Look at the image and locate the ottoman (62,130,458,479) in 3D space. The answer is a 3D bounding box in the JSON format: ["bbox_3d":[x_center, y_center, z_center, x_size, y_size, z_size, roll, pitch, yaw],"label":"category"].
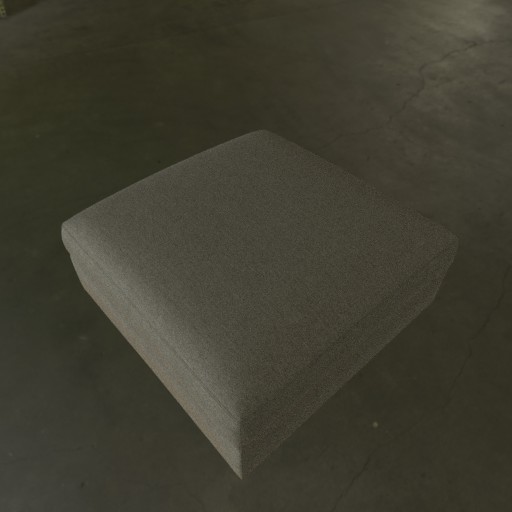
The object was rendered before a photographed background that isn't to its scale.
[{"bbox_3d":[0.000,0.000,1.656,1.041,0.470,1.041,-33,54,-28],"label":"ottoman"}]
